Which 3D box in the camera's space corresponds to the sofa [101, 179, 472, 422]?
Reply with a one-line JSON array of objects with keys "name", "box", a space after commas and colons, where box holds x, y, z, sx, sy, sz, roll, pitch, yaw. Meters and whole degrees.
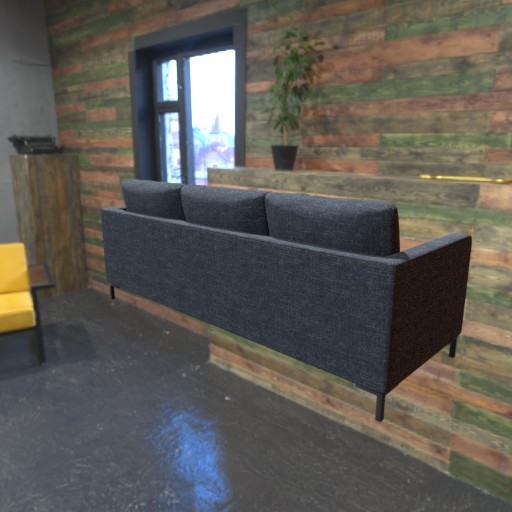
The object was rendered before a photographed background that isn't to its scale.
[{"name": "sofa", "box": [0.000, 0.000, 2.705, 2.218, 0.874, 0.859, 13, 19, 42]}]
